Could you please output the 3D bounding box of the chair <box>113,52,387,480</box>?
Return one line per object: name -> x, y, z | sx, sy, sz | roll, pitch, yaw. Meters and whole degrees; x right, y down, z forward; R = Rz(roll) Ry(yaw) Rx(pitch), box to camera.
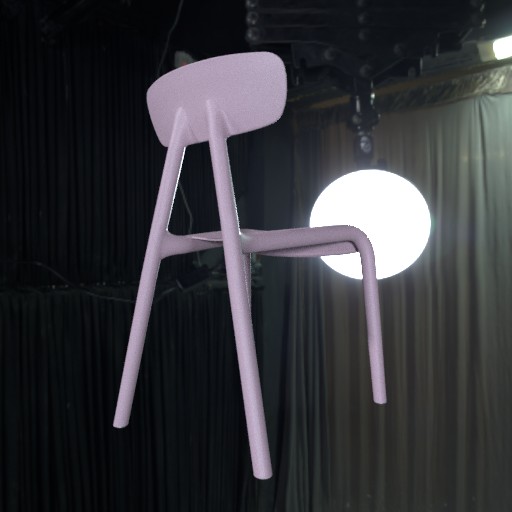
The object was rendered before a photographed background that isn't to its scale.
chair -> 0.000, 0.000, 0.820 | 0.356, 0.580, 0.401 | 0, 0, 36
